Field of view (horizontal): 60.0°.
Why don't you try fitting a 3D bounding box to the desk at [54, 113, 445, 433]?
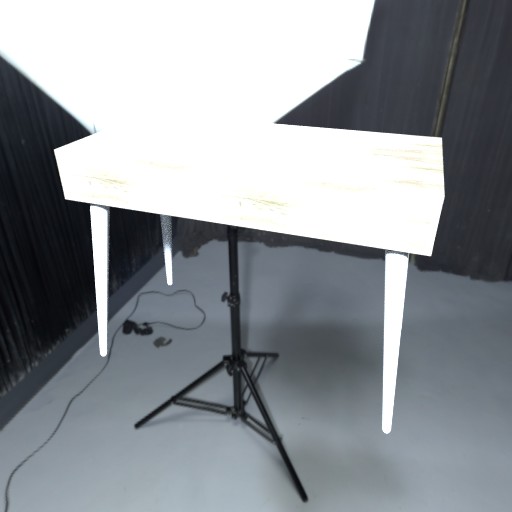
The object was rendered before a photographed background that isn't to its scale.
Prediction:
[{"bbox_3d":[0.000,0.000,1.416,0.979,0.723,0.491,10,31,17],"label":"desk"}]
